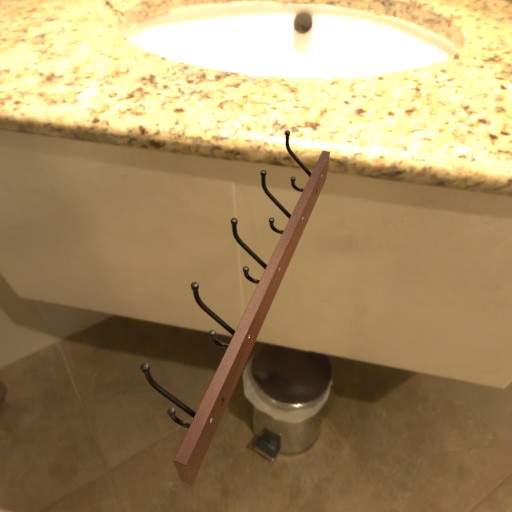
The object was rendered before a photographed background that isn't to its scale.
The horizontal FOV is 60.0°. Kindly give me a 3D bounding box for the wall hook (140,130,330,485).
[{"bbox_3d":[0.000,0.000,0.620,0.071,0.117,0.571,15,48,14],"label":"wall hook"}]
